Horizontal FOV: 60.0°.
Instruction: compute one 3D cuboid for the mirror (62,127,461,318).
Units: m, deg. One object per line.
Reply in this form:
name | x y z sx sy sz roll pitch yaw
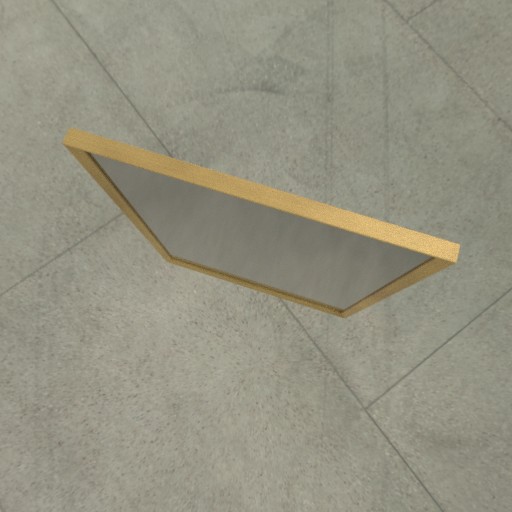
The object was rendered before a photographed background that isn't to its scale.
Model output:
mirror | 0.000 0.000 1.313 0.762 1.016 0.041 17 77 4
